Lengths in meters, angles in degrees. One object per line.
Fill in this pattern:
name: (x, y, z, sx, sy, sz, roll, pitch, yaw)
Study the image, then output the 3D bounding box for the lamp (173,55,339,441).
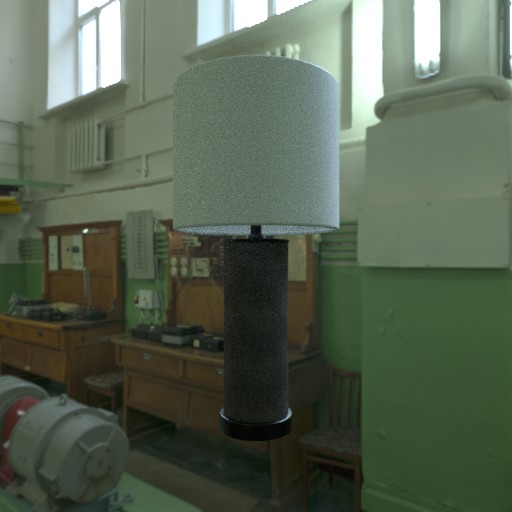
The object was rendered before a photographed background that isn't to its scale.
lamp: (0.000, 0.000, 0.826, 0.305, 0.634, 0.305, 0, -1, 37)
